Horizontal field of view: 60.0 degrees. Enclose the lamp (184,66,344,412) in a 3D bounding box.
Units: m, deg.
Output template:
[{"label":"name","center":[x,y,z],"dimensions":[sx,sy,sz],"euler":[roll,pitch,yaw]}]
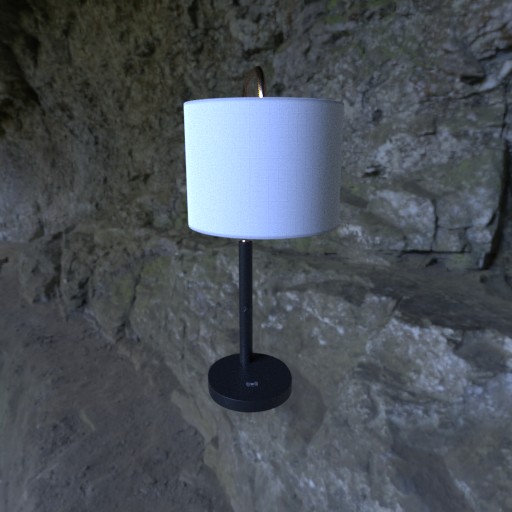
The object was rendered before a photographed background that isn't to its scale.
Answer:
[{"label":"lamp","center":[0.000,0.000,0.680],"dimensions":[0.199,0.540,0.337],"euler":[-2,15,-8]}]
